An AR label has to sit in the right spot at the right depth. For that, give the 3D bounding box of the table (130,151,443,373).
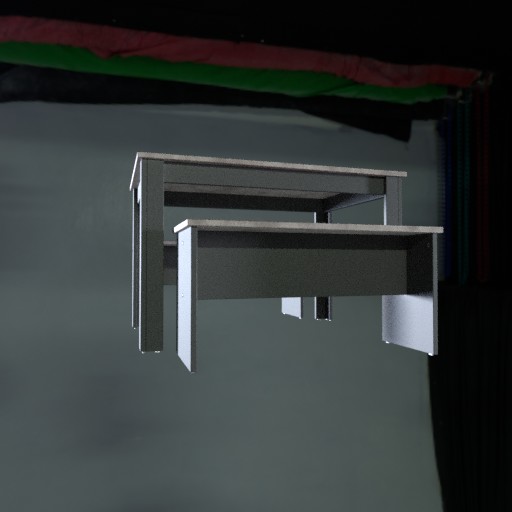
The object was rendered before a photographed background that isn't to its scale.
[{"bbox_3d":[0.000,0.000,2.048,1.100,0.700,1.443,0,-1,-18],"label":"table"}]
